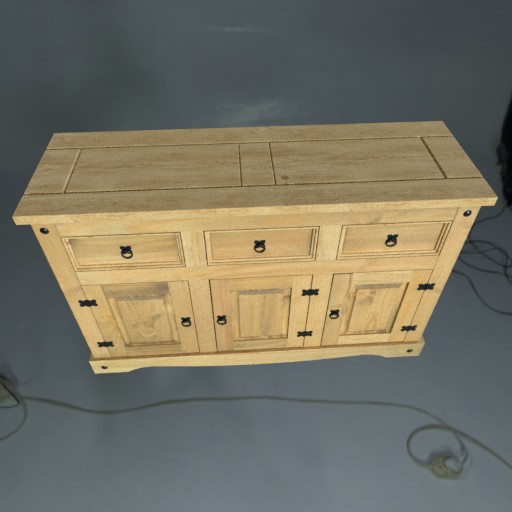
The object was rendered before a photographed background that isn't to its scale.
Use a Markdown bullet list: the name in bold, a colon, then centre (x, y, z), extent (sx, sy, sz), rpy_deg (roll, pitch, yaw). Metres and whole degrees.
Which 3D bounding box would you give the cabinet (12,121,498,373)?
- **cabinet**: centre (0.000, 0.000, 1.642), extent (1.321, 0.810, 0.432), rpy_deg (-3, 45, -3)
